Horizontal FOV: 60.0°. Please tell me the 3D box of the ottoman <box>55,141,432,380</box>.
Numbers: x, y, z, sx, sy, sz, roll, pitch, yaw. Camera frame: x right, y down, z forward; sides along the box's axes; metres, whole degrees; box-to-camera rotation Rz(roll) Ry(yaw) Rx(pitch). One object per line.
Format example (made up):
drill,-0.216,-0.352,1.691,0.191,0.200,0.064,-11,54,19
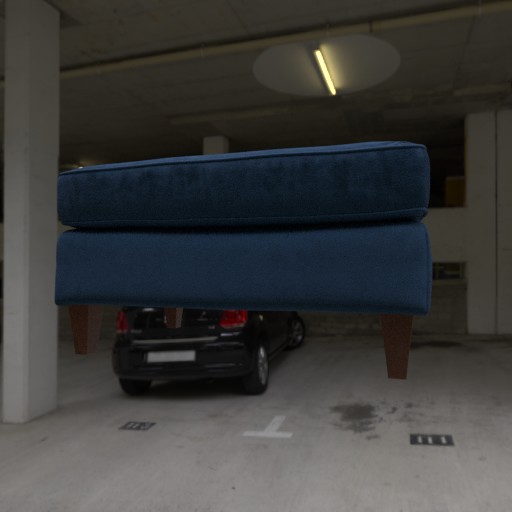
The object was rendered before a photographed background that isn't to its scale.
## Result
ottoman,0.000,0.000,1.203,0.862,0.484,0.583,0,0,18
